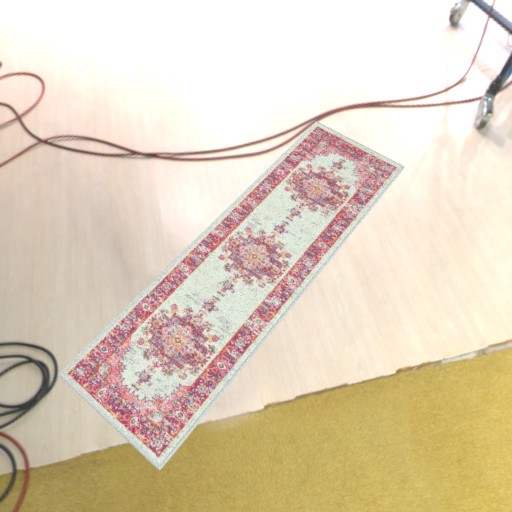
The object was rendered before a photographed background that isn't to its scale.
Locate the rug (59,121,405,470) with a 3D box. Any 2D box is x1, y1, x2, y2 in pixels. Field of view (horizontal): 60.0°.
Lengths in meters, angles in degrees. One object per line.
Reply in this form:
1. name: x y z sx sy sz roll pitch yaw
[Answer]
1. rug: 0.000 0.000 2.031 0.562 0.009 1.824 34 64 19
